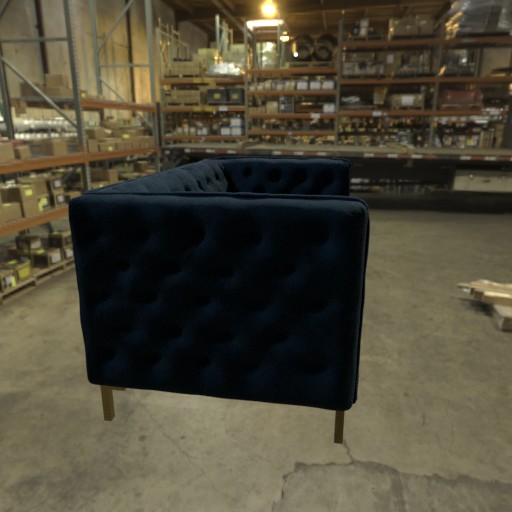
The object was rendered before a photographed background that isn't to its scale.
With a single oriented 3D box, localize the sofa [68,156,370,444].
[{"bbox_3d":[0.000,0.000,2.072,0.909,0.810,1.583,3,17,9],"label":"sofa"}]
